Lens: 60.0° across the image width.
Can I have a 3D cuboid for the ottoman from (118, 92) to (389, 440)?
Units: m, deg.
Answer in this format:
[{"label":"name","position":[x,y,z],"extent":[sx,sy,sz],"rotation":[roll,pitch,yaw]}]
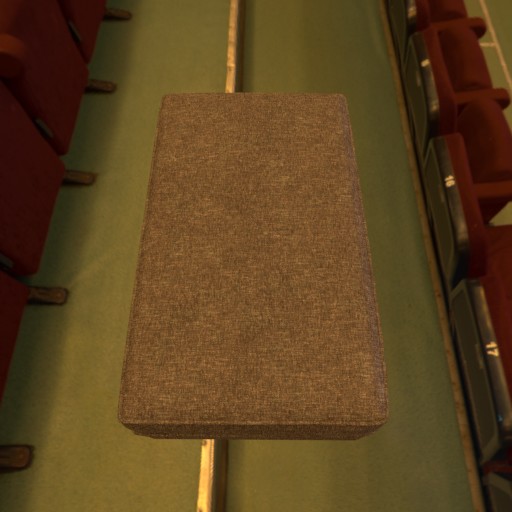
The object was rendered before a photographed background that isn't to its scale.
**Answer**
[{"label":"ottoman","position":[0.000,0.000,1.543],"extent":[0.717,0.487,1.184],"rotation":[0,62,0]}]
